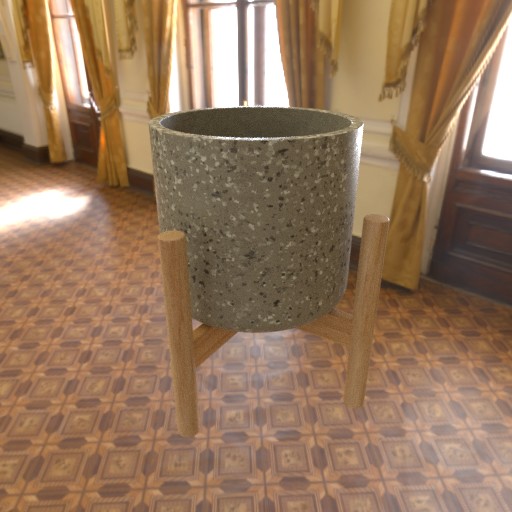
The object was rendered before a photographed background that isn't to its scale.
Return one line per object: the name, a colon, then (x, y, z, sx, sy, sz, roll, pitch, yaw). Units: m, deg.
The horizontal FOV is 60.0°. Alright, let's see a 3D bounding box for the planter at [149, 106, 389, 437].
planter: (0.000, 0.000, 0.538, 0.284, 0.320, 0.284, -17, 30, -31)
